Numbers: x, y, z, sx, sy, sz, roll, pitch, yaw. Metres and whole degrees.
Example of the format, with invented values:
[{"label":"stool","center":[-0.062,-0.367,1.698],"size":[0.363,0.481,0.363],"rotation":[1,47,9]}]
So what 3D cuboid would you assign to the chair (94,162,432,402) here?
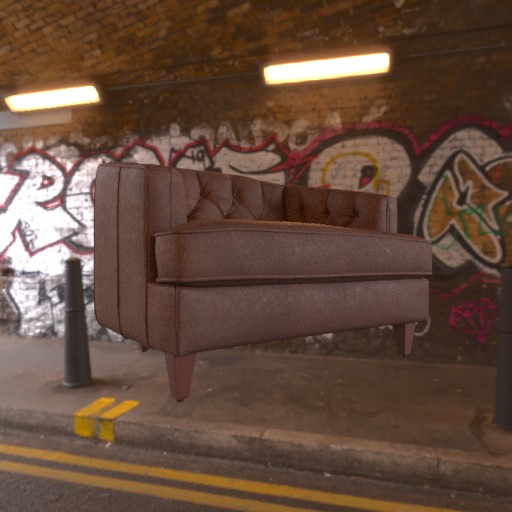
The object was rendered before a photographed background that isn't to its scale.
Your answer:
[{"label":"chair","center":[0.000,0.000,1.743],"size":[1.118,0.787,0.914],"rotation":[0,-1,-35]}]
